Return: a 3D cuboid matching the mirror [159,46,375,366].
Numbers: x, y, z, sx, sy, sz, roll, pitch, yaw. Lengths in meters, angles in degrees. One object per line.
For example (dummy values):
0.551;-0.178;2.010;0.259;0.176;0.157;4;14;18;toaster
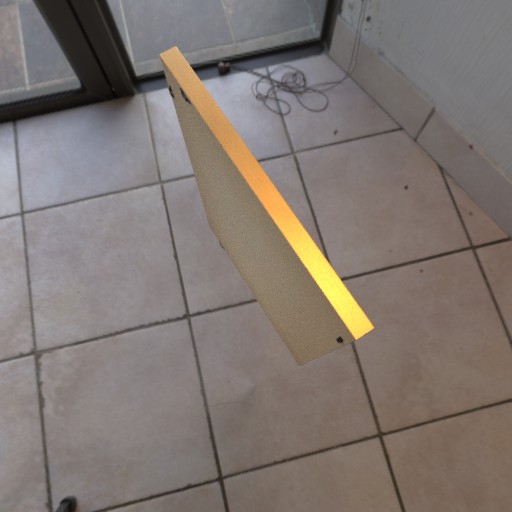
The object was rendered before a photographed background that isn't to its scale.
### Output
0.000;0.000;1.177;0.040;0.915;0.609;-31;76;-9;mirror
